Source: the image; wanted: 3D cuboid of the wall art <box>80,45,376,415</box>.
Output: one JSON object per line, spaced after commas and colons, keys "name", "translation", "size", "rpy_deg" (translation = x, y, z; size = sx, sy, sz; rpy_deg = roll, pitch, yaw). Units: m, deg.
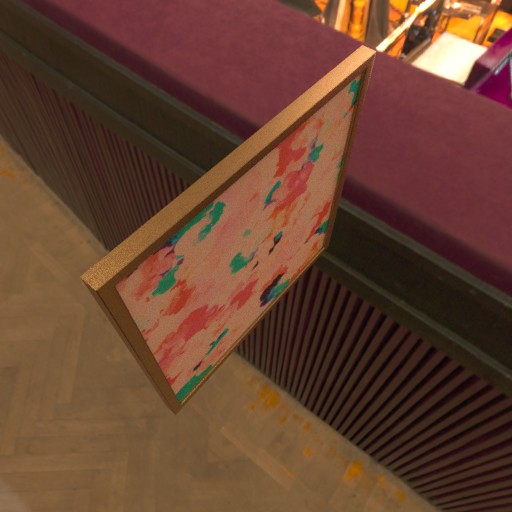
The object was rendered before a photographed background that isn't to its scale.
{"name": "wall art", "translation": [0.000, 0.000, 1.130], "size": [0.036, 0.765, 0.767], "rpy_deg": [35, 64, 20]}
